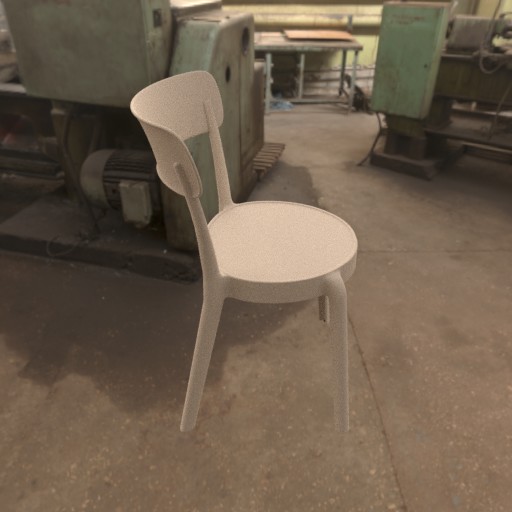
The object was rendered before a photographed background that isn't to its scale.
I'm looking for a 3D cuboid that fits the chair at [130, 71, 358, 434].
[{"bbox_3d":[0.000,0.000,1.114,0.491,0.790,0.506,1,33,1],"label":"chair"}]
